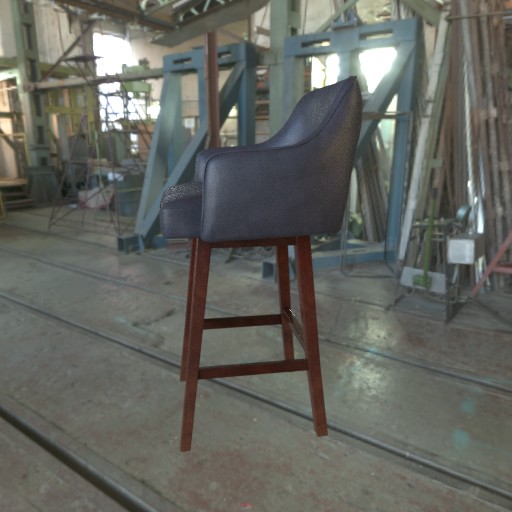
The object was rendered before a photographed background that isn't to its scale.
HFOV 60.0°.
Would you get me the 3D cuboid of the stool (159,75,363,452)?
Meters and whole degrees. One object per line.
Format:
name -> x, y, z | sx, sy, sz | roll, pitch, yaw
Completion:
stool -> 0.000, 0.000, 1.388 | 0.560, 1.041, 0.550 | -2, 15, -9
